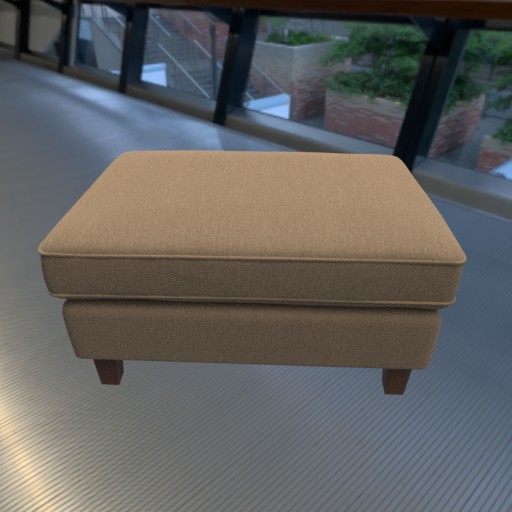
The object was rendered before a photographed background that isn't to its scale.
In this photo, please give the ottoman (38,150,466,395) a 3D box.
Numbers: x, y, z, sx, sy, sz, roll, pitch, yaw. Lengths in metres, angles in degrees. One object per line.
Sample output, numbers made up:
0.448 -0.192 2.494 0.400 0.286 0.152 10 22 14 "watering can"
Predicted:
0.000 0.000 1.294 0.945 0.521 0.636 1 33 2 "ottoman"
